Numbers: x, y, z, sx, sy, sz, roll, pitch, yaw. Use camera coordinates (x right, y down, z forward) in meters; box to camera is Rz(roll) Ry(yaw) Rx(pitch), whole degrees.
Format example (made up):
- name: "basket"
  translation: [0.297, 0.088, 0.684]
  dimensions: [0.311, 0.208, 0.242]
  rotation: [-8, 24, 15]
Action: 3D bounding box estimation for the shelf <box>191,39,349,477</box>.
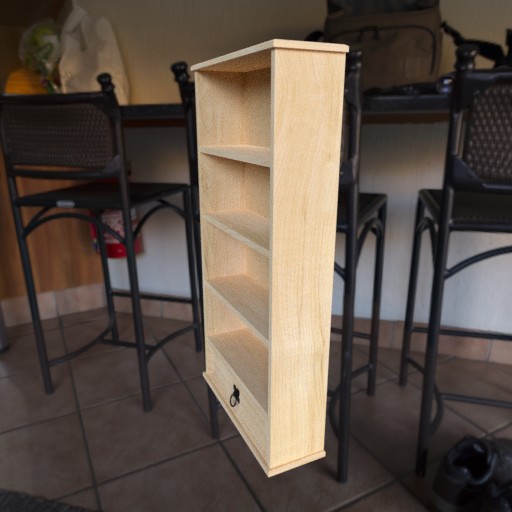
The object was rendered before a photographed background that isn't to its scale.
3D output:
- name: "shelf"
  translation: [0.000, 0.000, 1.248]
  dimensions: [0.175, 1.030, 0.520]
  rotation: [-8, 19, -24]
